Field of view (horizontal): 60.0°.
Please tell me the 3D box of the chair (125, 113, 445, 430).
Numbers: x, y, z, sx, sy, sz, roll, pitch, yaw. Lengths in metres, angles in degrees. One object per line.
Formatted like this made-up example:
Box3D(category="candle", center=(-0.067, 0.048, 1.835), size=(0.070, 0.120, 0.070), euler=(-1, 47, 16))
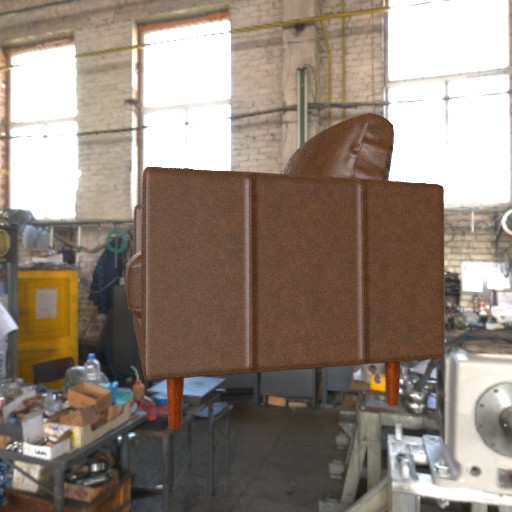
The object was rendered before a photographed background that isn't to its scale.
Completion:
Box3D(category="chair", center=(0.000, 0.000, 1.609), size=(0.909, 0.956, 0.890), euler=(0, -1, -17))
